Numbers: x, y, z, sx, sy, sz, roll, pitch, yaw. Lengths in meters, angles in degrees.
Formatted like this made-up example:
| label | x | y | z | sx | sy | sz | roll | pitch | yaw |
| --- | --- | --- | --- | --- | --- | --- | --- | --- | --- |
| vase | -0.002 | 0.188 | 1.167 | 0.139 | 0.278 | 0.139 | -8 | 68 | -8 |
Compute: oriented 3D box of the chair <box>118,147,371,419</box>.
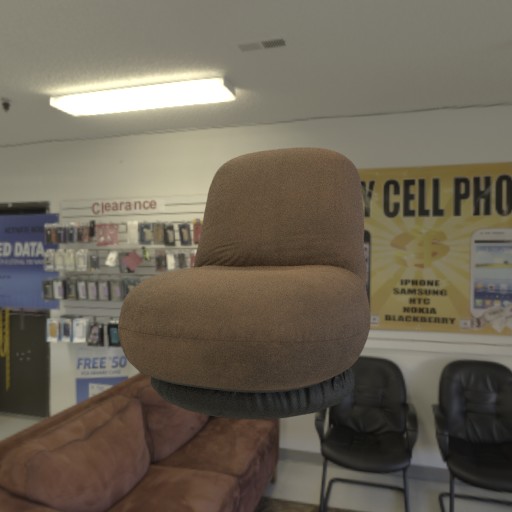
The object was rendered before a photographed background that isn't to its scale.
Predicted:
| label | x | y | z | sx | sy | sz | roll | pitch | yaw |
| --- | --- | --- | --- | --- | --- | --- | --- | --- | --- |
| chair | 0.000 | 0.000 | 1.027 | 0.521 | 0.594 | 0.597 | 0 | 1 | 19 |
